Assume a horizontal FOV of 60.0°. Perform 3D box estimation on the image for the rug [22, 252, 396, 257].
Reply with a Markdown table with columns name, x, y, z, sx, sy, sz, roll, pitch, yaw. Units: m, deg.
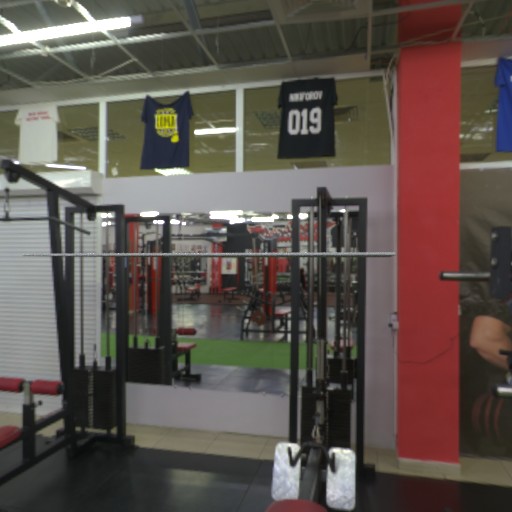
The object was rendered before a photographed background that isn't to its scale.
| name | x | y | z | sx | sy | sz | roll | pitch | yaw |
| --- | --- | --- | --- | --- | --- | --- | --- | --- | --- |
| rug | 0.000 | 0.000 | 4.186 | 2.447 | 0.017 | 3.123 | 0 | 0 | 16 |
